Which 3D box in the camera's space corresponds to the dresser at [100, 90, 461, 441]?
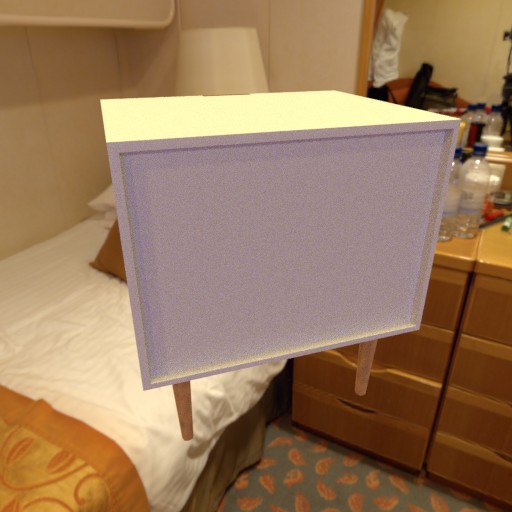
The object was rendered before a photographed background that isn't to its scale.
[{"bbox_3d":[0.000,0.000,0.886,0.503,0.568,0.414,-8,28,-16],"label":"dresser"}]
